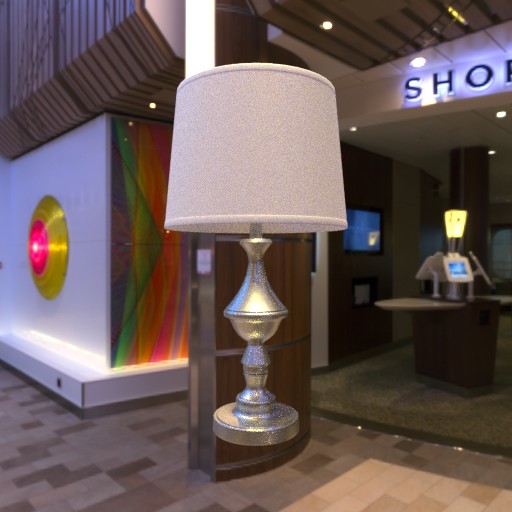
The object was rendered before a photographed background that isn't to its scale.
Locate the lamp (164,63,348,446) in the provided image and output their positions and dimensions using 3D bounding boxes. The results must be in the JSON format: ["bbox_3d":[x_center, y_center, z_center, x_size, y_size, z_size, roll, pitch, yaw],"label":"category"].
[{"bbox_3d":[0.000,0.000,0.946,0.383,0.733,0.383,0,0,0],"label":"lamp"}]
